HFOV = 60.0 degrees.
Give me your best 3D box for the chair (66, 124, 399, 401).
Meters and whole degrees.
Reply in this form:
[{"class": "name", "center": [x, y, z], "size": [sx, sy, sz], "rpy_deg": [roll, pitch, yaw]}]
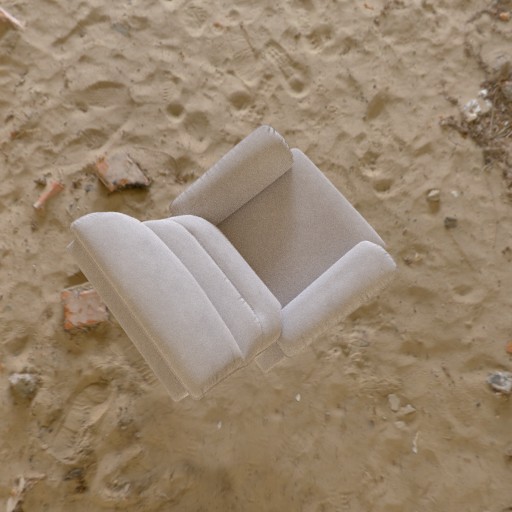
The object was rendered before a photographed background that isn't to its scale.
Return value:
[{"class": "chair", "center": [0.000, 0.000, 1.758], "size": [1.001, 1.039, 0.820], "rpy_deg": [-38, 78, -9]}]
